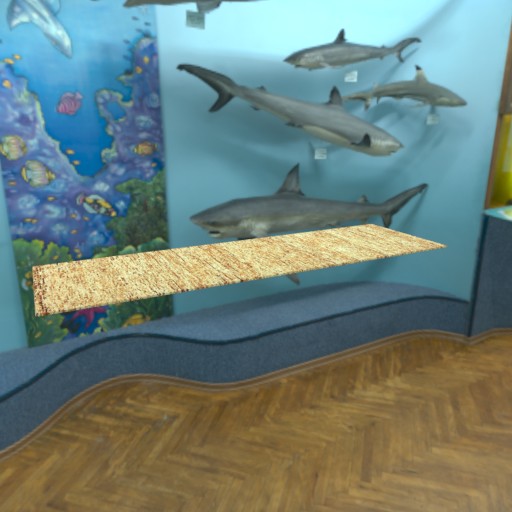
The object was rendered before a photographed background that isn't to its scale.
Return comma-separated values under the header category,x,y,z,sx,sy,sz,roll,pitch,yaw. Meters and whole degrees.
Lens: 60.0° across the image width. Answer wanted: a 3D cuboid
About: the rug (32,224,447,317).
category,x,y,z,sx,sy,sz,roll,pitch,yaw
rug,0.000,0.000,2.473,2.237,0.014,0.680,-8,18,-25
